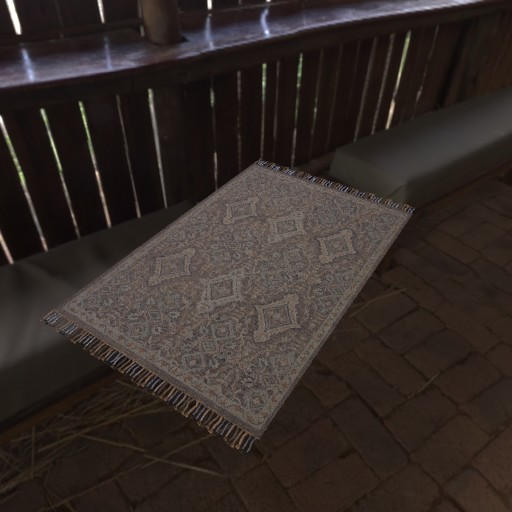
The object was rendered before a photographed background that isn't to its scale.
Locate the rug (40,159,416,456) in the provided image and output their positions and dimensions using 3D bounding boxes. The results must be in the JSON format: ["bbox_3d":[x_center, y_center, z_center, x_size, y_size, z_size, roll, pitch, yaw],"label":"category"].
[{"bbox_3d":[0.000,0.000,3.124,1.516,0.010,2.434,23,45,25],"label":"rug"}]
